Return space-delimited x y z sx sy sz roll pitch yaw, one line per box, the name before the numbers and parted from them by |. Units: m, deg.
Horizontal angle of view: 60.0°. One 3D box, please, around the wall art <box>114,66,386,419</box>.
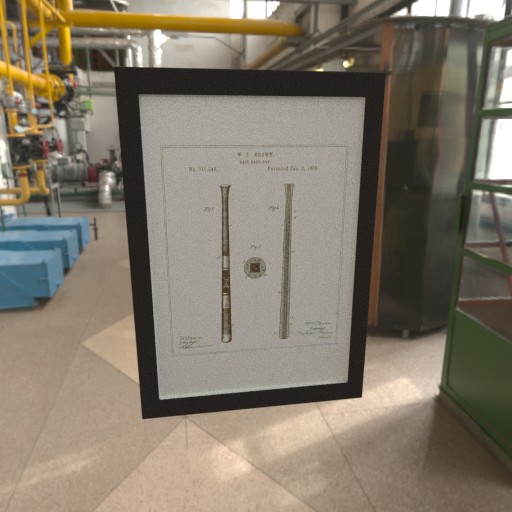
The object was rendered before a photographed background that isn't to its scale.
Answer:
wall art | 0.000 0.000 0.678 0.374 0.529 0.012 -3 16 -9
